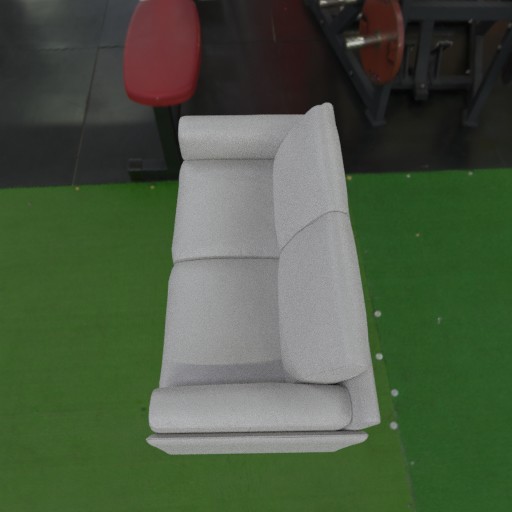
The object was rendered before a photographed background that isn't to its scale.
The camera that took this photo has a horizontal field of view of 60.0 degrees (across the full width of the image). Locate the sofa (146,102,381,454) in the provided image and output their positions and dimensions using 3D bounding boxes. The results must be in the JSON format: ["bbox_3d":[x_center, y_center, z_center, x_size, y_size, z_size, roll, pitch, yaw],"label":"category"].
[{"bbox_3d":[0.000,0.000,2.630,1.049,0.930,2.101,-1,59,0],"label":"sofa"}]
